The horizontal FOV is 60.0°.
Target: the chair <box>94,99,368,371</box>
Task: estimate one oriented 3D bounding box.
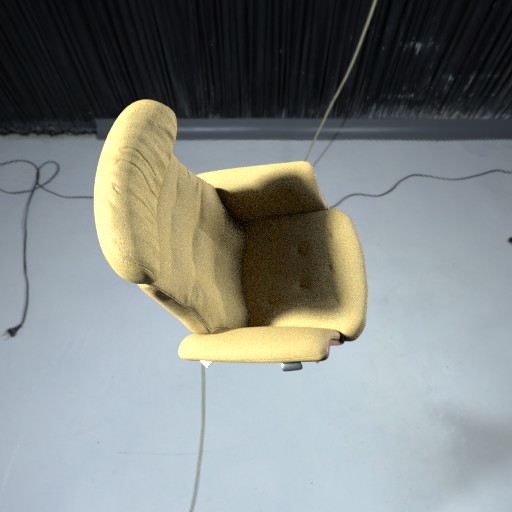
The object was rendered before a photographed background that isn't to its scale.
[{"bbox_3d":[0.000,0.000,1.552,0.837,0.995,0.785,0,62,0],"label":"chair"}]
